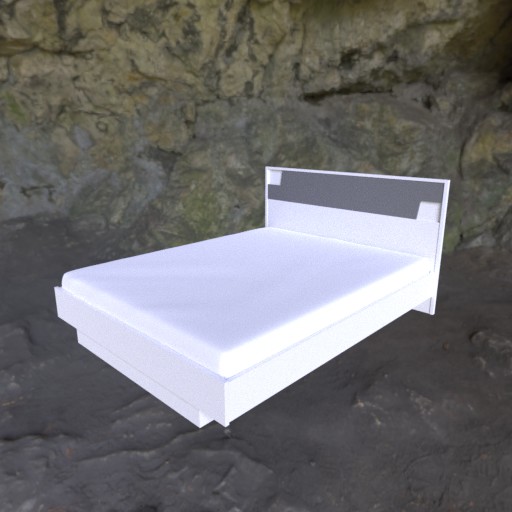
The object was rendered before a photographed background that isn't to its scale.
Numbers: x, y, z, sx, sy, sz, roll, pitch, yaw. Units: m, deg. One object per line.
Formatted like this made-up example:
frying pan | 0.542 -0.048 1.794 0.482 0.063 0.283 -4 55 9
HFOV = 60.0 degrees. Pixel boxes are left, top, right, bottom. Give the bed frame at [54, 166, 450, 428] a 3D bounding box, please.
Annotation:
bed frame | 0.000 0.000 3.047 1.711 1.001 2.100 15 21 42
